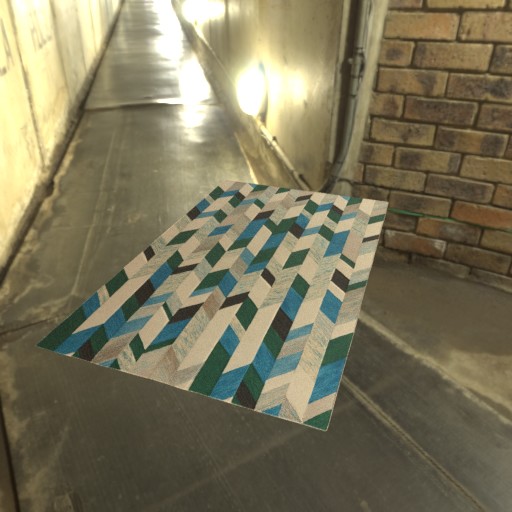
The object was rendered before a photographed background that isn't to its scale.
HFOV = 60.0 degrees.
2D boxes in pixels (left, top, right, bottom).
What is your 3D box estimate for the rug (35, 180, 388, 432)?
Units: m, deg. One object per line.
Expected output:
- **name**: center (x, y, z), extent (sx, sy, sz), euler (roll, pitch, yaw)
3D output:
- **rug**: center (0.000, 0.000, 2.994), extent (1.507, 0.007, 2.433), euler (11, 33, 17)
